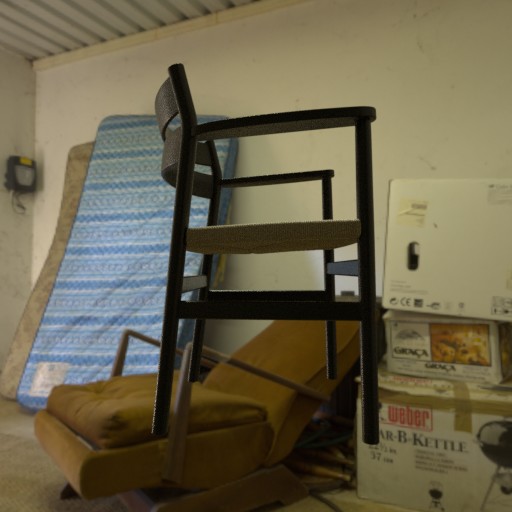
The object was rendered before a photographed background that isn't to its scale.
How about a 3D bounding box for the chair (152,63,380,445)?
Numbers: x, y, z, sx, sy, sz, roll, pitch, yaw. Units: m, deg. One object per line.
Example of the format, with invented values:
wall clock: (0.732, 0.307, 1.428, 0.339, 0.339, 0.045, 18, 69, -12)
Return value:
chair: (0.000, 0.000, 1.168, 0.508, 0.775, 0.630, 0, -2, 1)
